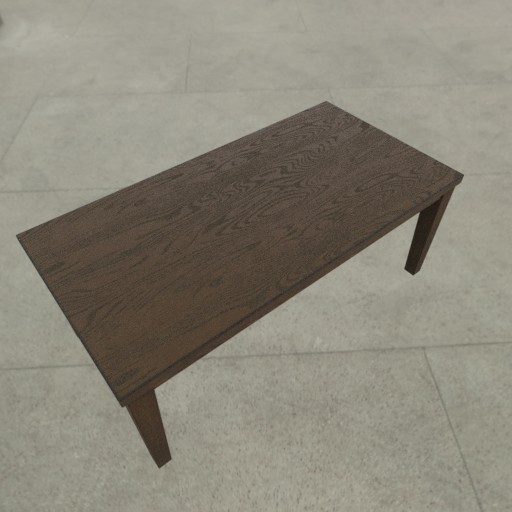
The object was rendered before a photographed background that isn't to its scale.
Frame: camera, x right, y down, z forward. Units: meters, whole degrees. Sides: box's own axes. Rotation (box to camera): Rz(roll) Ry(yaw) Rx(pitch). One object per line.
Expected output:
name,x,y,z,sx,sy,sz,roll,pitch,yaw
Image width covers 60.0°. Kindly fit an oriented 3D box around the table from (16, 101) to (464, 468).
table,0.000,0.000,2.438,1.981,0.762,1.016,-30,54,-25
